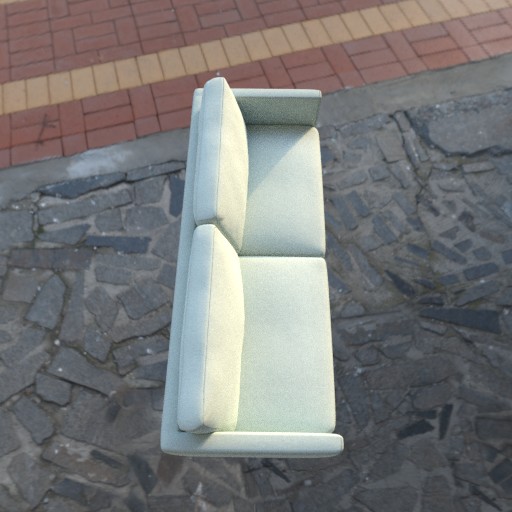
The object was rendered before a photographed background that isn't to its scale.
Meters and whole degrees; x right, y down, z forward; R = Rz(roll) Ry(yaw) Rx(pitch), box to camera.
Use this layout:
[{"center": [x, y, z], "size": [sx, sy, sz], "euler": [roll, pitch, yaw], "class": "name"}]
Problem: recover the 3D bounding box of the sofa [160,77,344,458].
[{"center": [0.000, 0.000, 2.946], "size": [0.948, 0.965, 2.434], "euler": [1, 65, 0], "class": "sofa"}]
